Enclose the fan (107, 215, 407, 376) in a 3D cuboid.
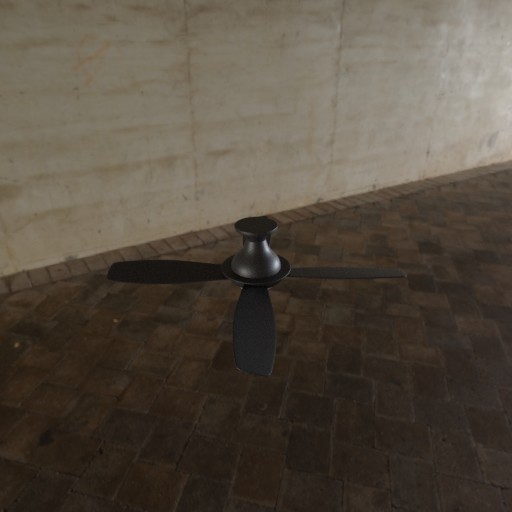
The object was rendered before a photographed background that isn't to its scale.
[{"bbox_3d":[0.000,0.000,2.491,1.694,0.382,1.694,0,27,1],"label":"fan"}]
